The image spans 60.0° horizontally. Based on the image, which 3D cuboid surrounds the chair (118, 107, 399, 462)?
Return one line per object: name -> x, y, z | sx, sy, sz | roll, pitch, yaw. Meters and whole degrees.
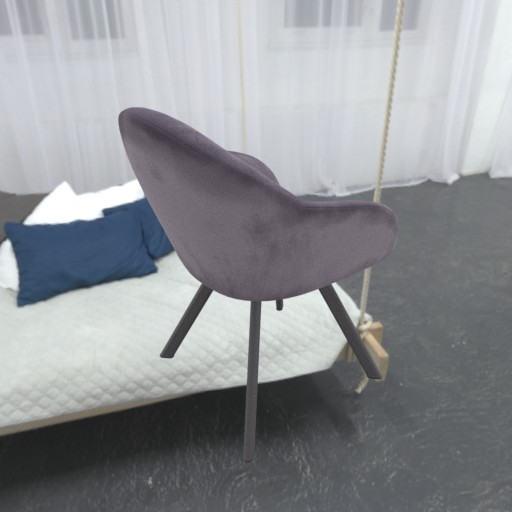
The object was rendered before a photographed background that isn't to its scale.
chair -> 0.000, 0.000, 1.164 | 0.590, 0.795, 0.550 | -19, 33, -31
